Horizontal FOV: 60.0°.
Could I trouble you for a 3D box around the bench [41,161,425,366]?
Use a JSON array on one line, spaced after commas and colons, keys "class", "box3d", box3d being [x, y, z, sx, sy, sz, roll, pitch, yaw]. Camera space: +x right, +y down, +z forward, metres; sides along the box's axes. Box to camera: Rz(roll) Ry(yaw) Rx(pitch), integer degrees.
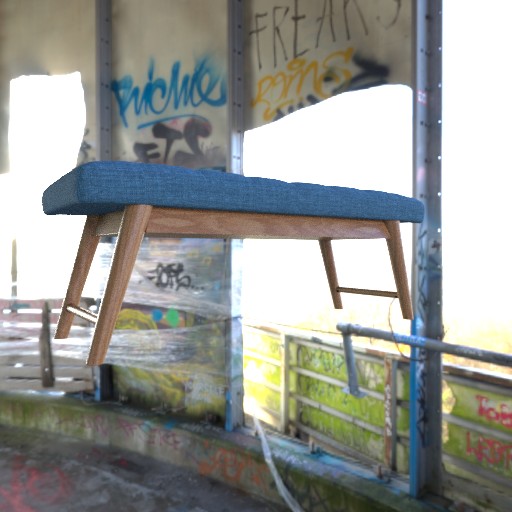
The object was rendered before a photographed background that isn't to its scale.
[{"class": "bench", "box3d": [0.000, 0.000, 1.338, 1.118, 0.432, 0.406, 0, 1, -35]}]
